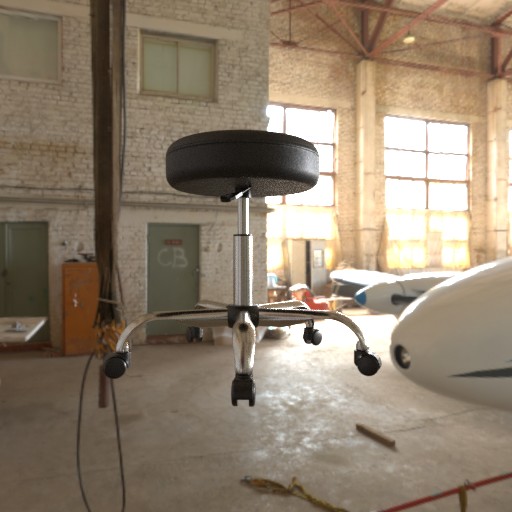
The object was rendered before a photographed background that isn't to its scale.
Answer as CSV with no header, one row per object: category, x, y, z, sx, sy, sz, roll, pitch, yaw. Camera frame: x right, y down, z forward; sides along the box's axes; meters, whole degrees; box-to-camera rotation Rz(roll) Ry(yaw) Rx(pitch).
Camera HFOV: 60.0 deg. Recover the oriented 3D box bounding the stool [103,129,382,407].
stool,0.000,0.000,1.170,0.638,0.576,0.673,0,0,19
